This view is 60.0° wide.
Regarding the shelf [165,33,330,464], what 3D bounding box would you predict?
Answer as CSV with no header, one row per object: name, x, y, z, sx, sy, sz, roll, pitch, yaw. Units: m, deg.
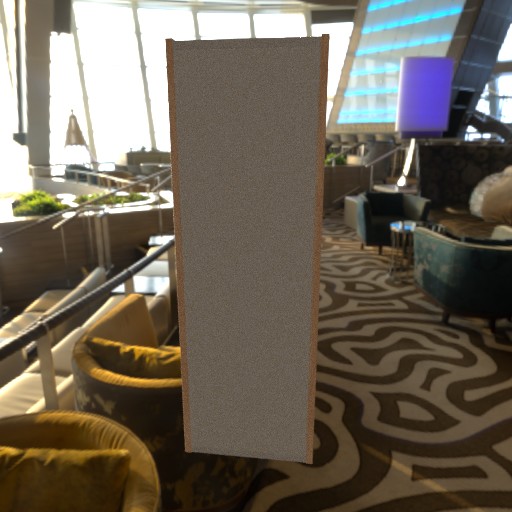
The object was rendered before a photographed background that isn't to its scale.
shelf,0.000,0.000,1.053,0.300,0.900,0.290,2,16,7
